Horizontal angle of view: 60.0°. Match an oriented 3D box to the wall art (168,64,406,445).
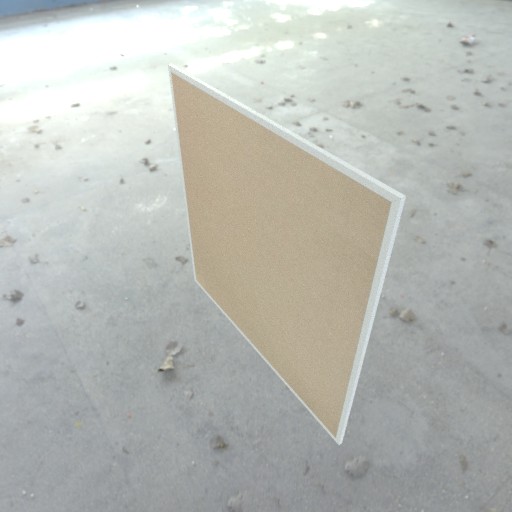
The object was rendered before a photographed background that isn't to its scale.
[{"bbox_3d":[0.000,0.000,1.218,0.012,0.809,0.809,-25,46,-26],"label":"wall art"}]
